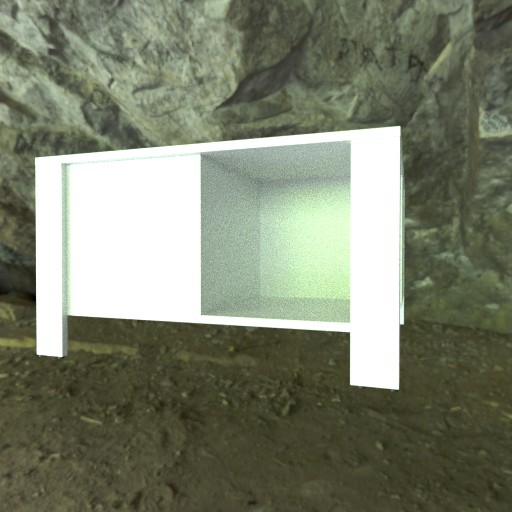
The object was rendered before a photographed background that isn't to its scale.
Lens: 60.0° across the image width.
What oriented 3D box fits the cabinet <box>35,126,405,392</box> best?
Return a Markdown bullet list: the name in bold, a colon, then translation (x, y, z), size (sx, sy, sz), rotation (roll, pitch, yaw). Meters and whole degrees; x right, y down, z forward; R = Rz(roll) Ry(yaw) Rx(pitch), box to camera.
- **cabinet**: translation (0.000, 0.000, 1.270), size (0.800, 0.460, 0.800), rotation (0, 1, 19)
